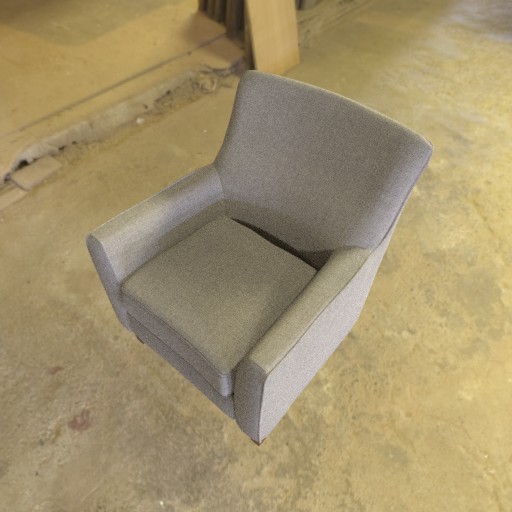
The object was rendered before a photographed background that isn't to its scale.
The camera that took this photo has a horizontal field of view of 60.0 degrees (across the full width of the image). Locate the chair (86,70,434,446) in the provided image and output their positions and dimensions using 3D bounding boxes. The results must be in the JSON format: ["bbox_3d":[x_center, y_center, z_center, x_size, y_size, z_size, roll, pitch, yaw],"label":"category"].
[{"bbox_3d":[0.000,0.000,1.830,0.887,1.047,0.993,33,55,26],"label":"chair"}]
